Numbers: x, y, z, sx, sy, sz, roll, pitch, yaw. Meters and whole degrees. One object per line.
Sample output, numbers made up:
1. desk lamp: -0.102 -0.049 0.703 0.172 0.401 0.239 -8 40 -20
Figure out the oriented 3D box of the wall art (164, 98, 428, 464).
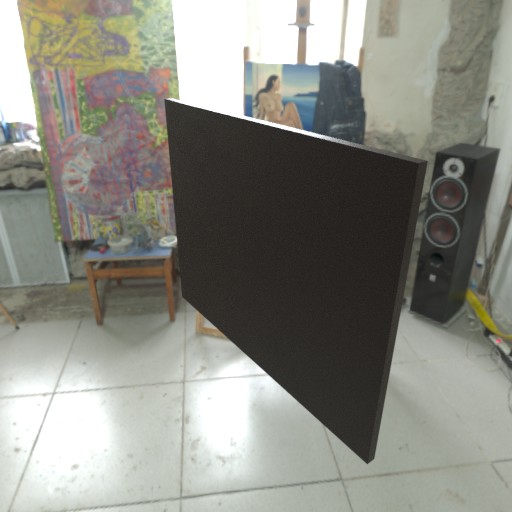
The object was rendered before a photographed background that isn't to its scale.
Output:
1. wall art: 0.000 0.000 1.602 0.034 0.952 1.207 -19 33 -32
